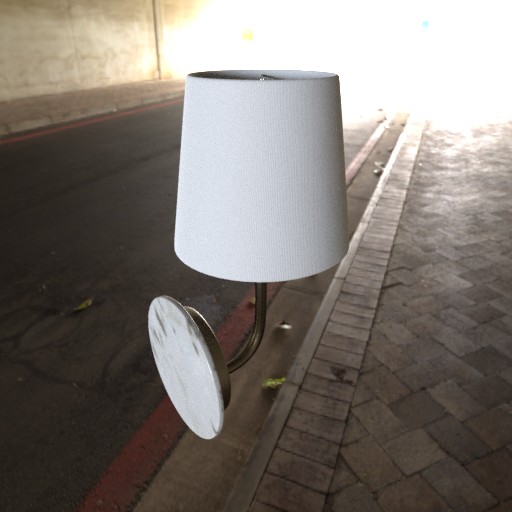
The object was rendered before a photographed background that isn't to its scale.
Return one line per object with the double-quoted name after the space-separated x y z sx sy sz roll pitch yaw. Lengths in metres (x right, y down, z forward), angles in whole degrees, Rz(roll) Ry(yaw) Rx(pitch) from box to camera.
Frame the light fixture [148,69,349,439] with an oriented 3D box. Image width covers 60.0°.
0.000 0.000 0.443 0.188 0.337 0.168 -18 31 -32 "light fixture"
